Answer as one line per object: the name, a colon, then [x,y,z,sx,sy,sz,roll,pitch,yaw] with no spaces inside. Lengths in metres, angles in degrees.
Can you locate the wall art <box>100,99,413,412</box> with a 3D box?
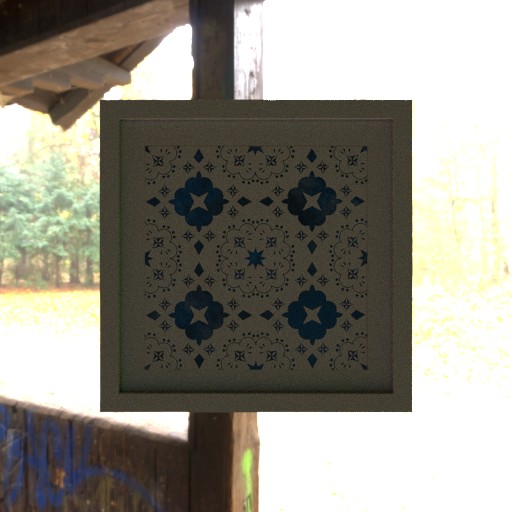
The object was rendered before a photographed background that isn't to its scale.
wall art: [0.000,0.000,0.516,0.355,0.355,0.027,0,0,0]
